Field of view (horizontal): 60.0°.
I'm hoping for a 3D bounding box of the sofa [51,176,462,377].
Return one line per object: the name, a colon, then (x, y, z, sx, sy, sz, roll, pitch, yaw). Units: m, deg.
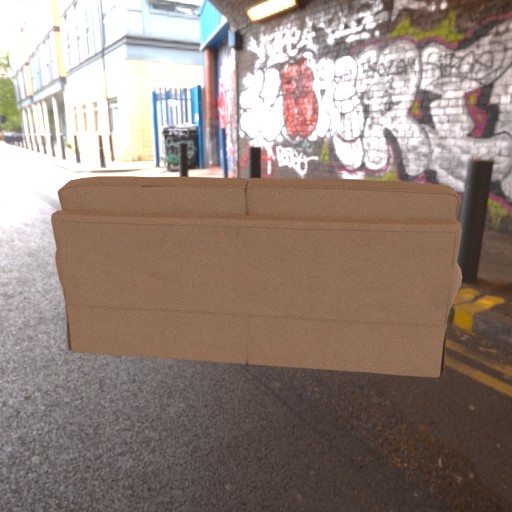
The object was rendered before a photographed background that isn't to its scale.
sofa: (0.000, 0.000, 2.741, 2.246, 1.014, 0.900, 2, 16, 8)
